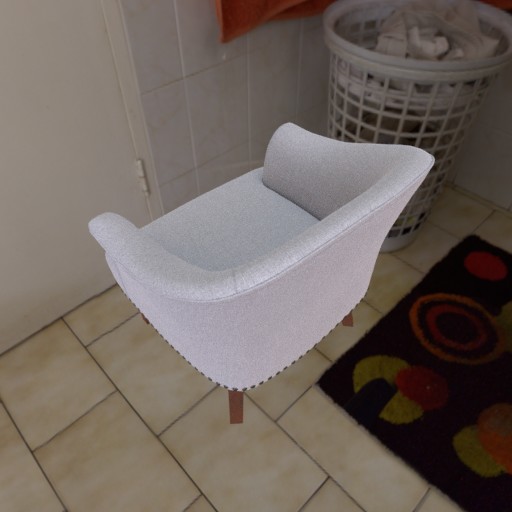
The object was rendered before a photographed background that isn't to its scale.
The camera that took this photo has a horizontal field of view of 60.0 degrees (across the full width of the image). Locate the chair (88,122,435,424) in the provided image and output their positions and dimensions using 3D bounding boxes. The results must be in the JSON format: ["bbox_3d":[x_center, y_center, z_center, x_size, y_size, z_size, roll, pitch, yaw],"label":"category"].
[{"bbox_3d":[0.000,0.000,1.374,0.798,0.815,0.704,-33,55,-27],"label":"chair"}]
